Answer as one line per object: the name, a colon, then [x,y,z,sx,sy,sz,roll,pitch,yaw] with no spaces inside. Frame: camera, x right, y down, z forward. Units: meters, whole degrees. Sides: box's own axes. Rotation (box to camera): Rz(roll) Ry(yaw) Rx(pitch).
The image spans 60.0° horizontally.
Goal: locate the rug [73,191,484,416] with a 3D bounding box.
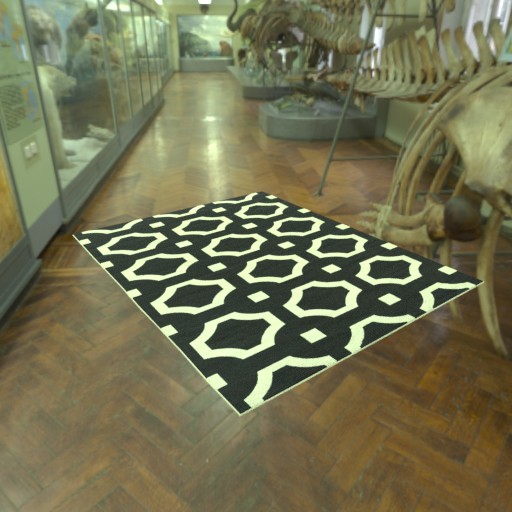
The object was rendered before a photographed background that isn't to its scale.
rug: [0.000,0.000,4.122,2.466,0.021,3.049,-18,31,-32]
